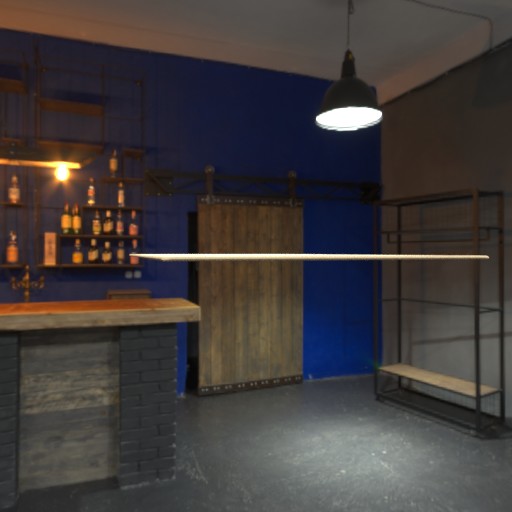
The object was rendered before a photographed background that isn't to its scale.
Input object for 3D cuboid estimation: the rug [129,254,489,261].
[{"bbox_3d":[0.000,0.000,2.069,1.062,0.013,1.667,0,0,-19],"label":"rug"}]
